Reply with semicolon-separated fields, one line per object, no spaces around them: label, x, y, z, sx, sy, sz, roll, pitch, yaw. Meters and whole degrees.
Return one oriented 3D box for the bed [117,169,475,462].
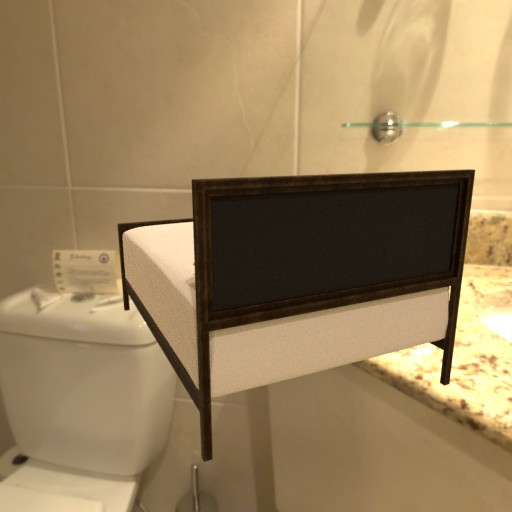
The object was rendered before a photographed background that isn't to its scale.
bed;0.000;0.000;3.227;1.607;1.313;2.221;-7;16;-25
